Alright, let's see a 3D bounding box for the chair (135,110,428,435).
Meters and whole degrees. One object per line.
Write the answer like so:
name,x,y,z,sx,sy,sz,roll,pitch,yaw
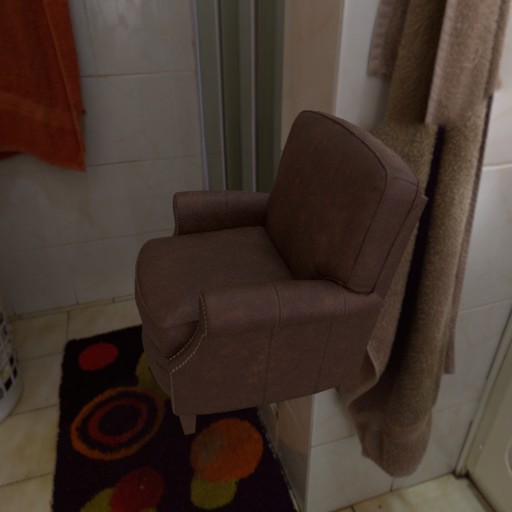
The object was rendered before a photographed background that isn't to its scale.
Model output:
chair,0.000,0.000,1.788,0.986,1.018,0.936,-8,33,-13
